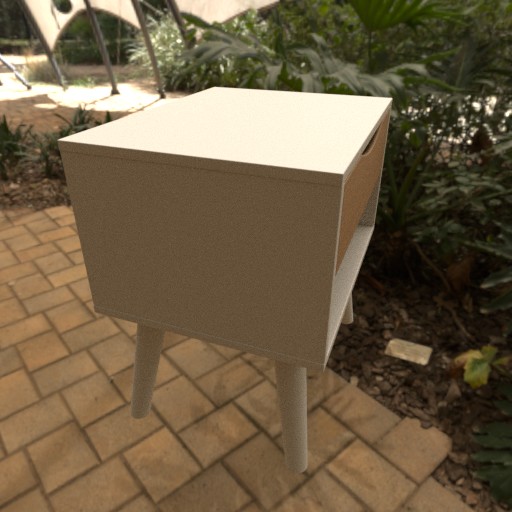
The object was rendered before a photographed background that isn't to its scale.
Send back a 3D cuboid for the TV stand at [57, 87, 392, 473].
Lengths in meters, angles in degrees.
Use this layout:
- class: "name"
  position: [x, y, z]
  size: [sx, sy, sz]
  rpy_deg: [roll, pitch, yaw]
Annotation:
- class: "TV stand"
  position: [0.000, 0.000, 0.903]
  size: [0.405, 0.559, 0.508]
  rpy_deg: [11, 31, 18]
